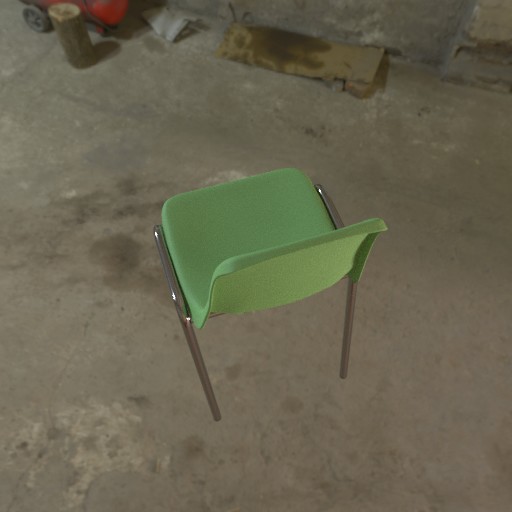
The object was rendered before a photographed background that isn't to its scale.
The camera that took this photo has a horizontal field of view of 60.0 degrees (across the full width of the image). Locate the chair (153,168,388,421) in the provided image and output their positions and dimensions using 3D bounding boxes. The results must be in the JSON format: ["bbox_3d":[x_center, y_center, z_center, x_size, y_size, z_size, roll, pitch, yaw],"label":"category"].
[{"bbox_3d":[0.000,0.000,0.923,0.381,0.704,0.436,-16,59,-9],"label":"chair"}]
